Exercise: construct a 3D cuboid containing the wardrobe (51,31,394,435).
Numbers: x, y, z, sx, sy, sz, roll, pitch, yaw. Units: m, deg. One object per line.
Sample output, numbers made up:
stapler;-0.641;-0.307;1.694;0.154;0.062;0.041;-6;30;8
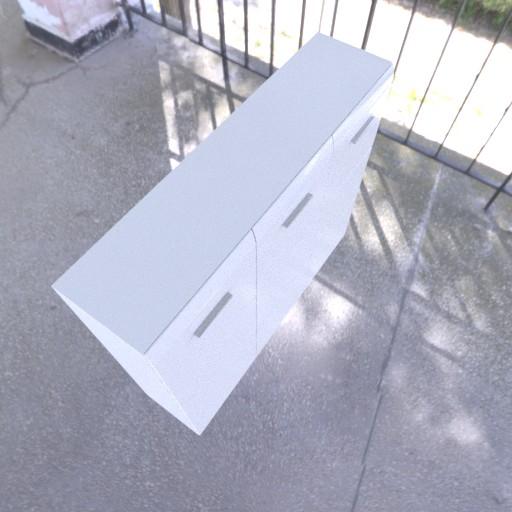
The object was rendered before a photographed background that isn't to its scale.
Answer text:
wardrobe;0.000;0.000;1.894;0.360;1.200;1.340;31;64;17
